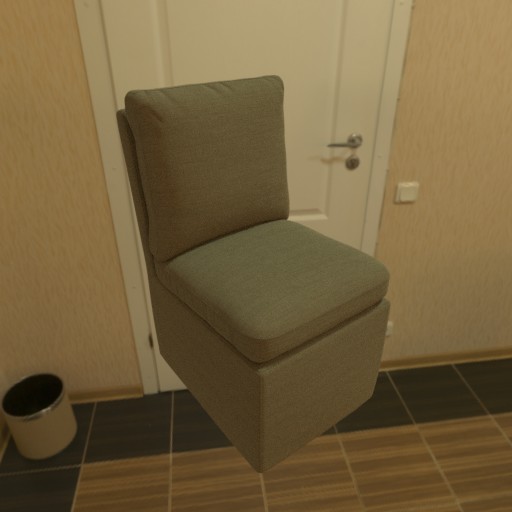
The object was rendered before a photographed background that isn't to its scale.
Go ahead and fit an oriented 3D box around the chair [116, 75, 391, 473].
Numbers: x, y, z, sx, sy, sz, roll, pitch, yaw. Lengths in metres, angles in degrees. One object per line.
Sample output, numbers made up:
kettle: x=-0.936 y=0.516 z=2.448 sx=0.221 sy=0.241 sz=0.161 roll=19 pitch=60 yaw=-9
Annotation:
chair: x=0.000 y=0.000 z=1.320 sx=0.503 sy=0.927 sz=0.698 roll=-21 pitch=36 yaw=-31
